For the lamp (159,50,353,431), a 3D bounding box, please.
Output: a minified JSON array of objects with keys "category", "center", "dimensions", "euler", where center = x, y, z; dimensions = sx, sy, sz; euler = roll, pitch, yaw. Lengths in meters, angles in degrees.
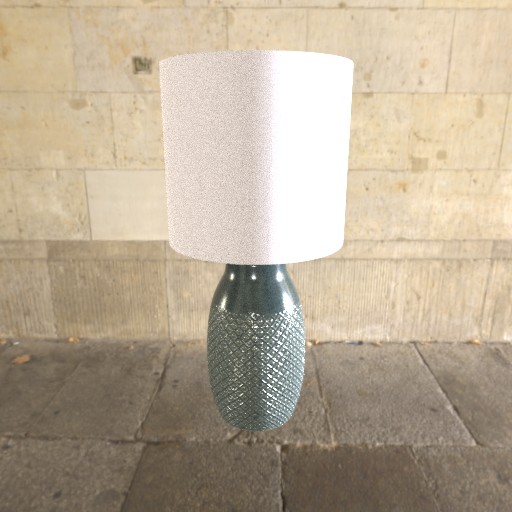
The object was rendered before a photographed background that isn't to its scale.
[{"category":"lamp","center":[0.000,0.000,0.569],"dimensions":[0.217,0.453,0.217],"euler":[-15,22,-41]}]
